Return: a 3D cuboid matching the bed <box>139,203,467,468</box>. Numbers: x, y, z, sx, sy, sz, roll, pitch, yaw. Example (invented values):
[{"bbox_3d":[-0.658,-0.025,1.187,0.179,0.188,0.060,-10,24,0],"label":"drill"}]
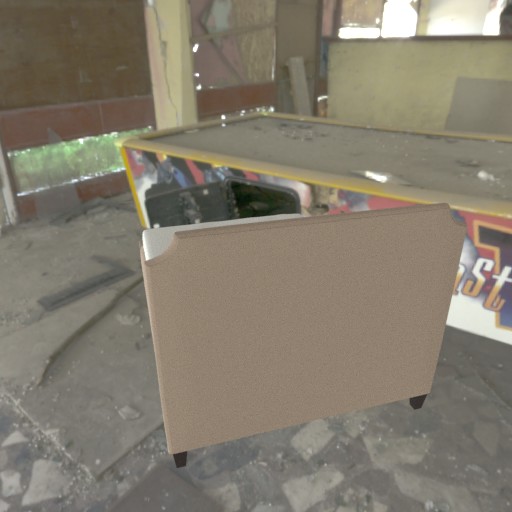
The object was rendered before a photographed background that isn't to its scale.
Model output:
[{"bbox_3d":[0.000,0.000,3.415,1.713,1.443,2.372,-7,26,-15],"label":"bed"}]
